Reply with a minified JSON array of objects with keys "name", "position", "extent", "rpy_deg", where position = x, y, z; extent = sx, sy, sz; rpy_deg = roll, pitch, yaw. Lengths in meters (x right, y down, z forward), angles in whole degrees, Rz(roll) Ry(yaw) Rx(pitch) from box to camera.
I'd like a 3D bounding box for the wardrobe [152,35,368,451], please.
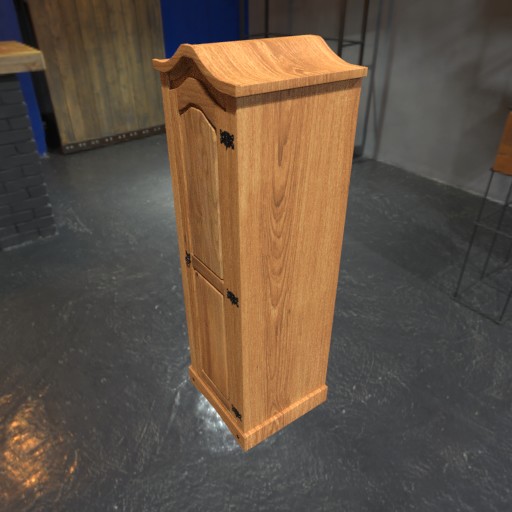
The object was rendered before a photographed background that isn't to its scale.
[{"name":"wardrobe","position":[0.000,0.000,2.114],"extent":[0.570,1.870,0.590],"rpy_deg":[-21,38,-29]}]
